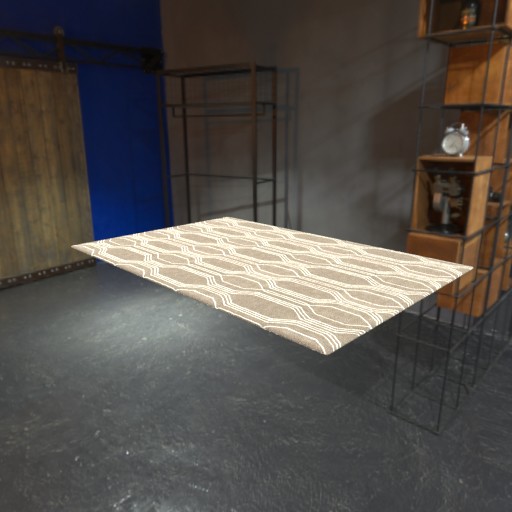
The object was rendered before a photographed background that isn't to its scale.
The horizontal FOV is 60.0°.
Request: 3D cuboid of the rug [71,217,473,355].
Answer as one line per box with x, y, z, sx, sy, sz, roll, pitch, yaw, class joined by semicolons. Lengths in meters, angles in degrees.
0.000;0.000;2.407;1.836;0.012;1.239;15;22;42;rug
